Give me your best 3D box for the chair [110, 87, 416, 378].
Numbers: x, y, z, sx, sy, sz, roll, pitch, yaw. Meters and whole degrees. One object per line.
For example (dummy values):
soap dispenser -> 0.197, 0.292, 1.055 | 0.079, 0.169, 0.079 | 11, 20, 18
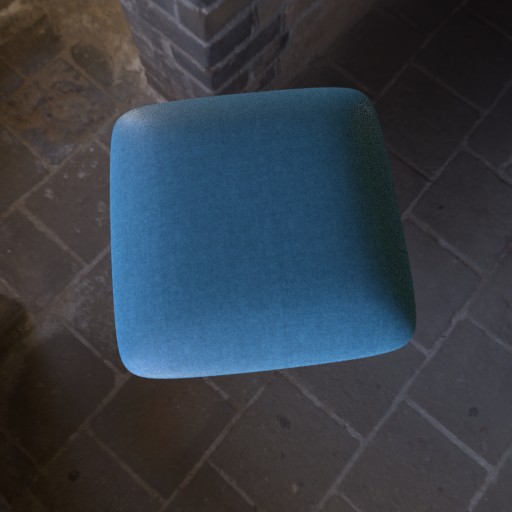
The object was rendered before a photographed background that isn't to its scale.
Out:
chair -> 0.000, 0.000, 0.717 | 0.360, 0.450, 0.360 | -6, 75, -2
